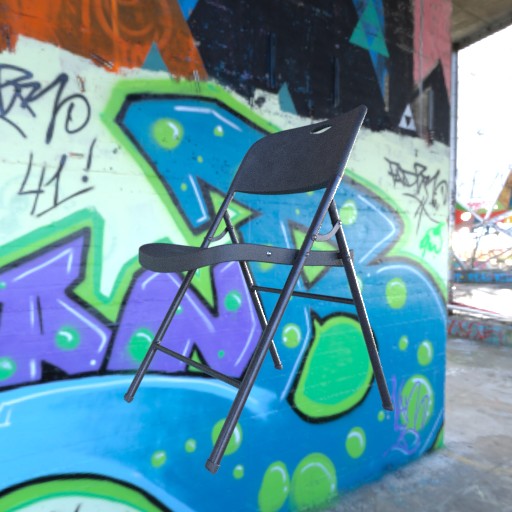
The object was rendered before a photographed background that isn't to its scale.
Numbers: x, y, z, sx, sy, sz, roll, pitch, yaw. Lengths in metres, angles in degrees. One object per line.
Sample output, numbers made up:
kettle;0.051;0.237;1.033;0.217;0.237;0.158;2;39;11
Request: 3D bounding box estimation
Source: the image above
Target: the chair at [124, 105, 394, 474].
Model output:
chair;0.000;0.000;1.190;0.567;0.810;0.494;-1;2;-36
